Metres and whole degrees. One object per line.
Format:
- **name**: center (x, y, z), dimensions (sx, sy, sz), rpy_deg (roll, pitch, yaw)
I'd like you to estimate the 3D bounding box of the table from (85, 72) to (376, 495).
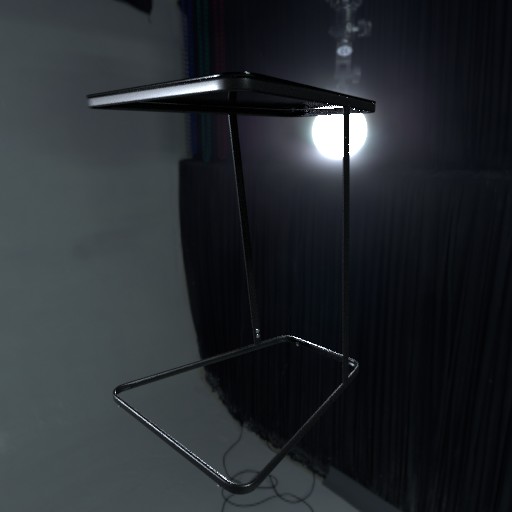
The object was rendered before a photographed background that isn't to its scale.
- **table**: center (0.000, 0.000, 0.922), dimensions (0.427, 0.624, 0.500), rpy_deg (14, 19, 43)
